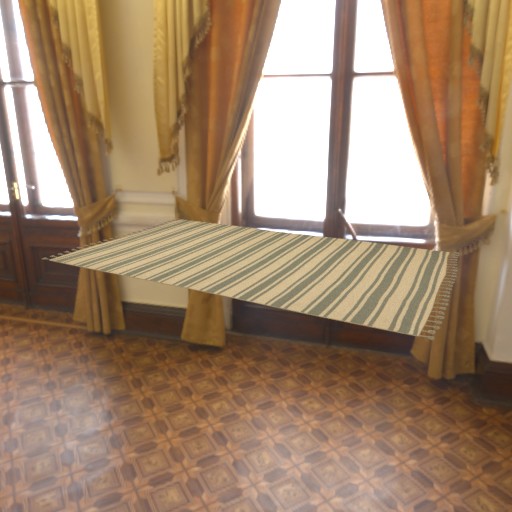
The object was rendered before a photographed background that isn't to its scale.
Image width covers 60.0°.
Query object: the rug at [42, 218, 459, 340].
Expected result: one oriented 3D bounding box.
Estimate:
[{"bbox_3d":[0.000,0.000,2.525,2.084,0.009,1.222,9,19,27],"label":"rug"}]
